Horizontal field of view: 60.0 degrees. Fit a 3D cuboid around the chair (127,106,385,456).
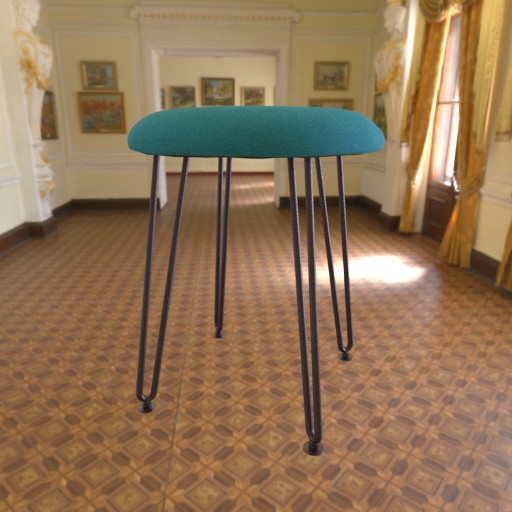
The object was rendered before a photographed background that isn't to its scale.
[{"bbox_3d":[0.000,0.000,0.674,0.350,0.430,0.350,2,17,8],"label":"chair"}]
